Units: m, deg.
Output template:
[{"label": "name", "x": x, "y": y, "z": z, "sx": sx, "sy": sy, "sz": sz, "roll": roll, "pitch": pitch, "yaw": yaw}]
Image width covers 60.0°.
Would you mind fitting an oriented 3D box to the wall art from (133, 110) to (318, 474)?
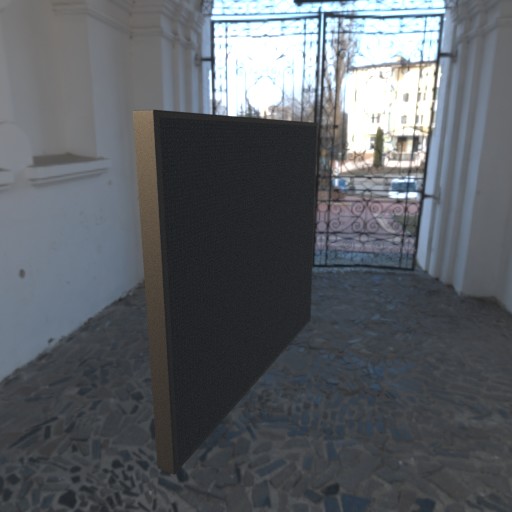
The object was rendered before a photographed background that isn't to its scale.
[{"label": "wall art", "x": 0.000, "y": 0.000, "z": 0.773, "sx": 0.029, "sy": 0.458, "sz": 0.559, "roll": 7, "pitch": 17, "yaw": 24}]
